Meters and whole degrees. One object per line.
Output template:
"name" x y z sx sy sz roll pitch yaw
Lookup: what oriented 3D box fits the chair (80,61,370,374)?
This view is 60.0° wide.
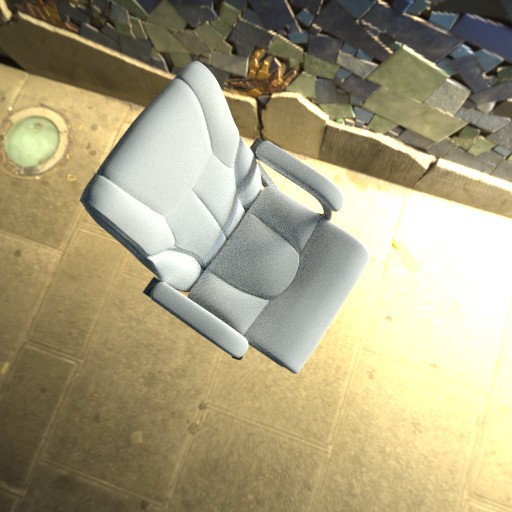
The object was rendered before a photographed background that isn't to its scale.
"chair" 0.000 0.000 1.569 0.738 1.120 0.687 33 78 8
